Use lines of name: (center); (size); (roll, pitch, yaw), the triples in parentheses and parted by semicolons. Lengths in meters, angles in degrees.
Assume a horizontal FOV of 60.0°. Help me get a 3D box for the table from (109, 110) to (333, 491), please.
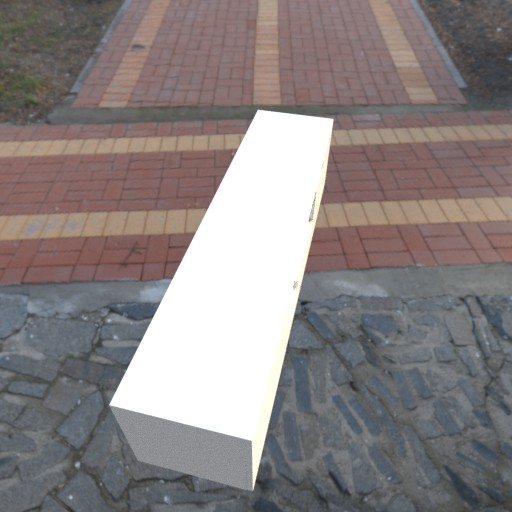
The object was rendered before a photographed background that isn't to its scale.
table: (0.000, 0.000, 1.847); (0.390, 0.420, 1.650); (10, 47, 10)
